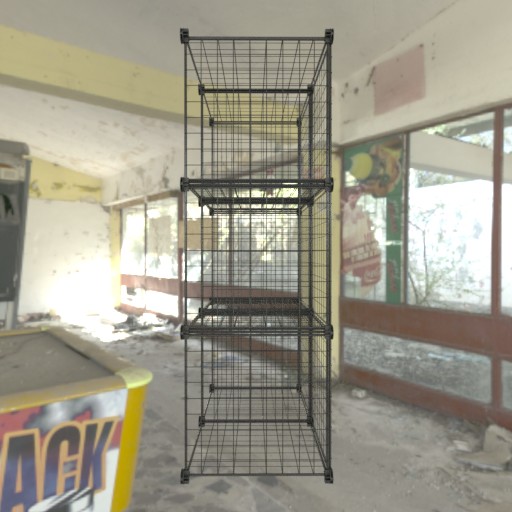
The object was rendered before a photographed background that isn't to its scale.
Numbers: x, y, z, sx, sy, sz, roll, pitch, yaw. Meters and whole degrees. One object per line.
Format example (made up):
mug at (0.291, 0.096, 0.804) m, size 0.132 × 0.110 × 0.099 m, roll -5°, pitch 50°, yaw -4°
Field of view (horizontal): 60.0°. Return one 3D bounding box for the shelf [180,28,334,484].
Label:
shelf at (0.000, 0.000, 1.379) m, size 0.356 × 1.067 × 0.711 m, roll 0°, pitch 0°, yaw 0°
